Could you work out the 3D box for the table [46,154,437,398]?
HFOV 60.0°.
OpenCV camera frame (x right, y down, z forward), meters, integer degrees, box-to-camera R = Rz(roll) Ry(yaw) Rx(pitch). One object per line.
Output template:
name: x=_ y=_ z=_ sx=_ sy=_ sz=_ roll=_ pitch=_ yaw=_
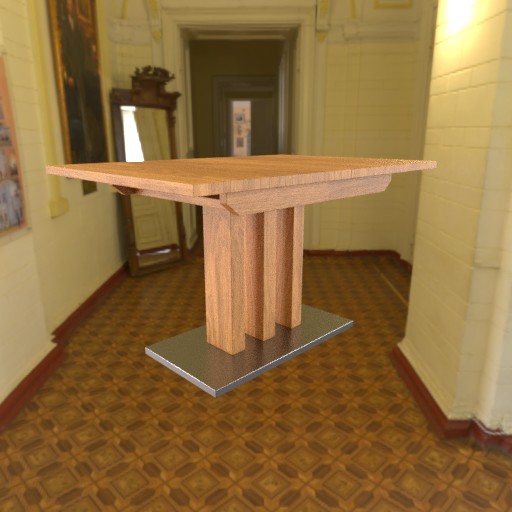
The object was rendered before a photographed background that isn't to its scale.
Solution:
table: x=0.000 y=0.000 z=1.875 sx=1.300 sy=0.770 sz=0.900 roll=-15 pitch=21 yaw=-43
